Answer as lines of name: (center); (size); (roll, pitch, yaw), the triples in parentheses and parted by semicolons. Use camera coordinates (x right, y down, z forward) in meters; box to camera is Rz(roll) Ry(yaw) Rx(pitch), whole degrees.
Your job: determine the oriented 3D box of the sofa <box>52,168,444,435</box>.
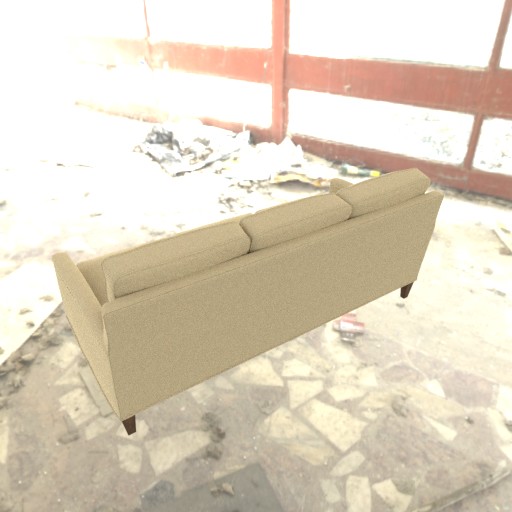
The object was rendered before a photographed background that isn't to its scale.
sofa: (0.000, 0.000, 2.827); (2.246, 1.003, 1.084); (-19, 36, -28)
